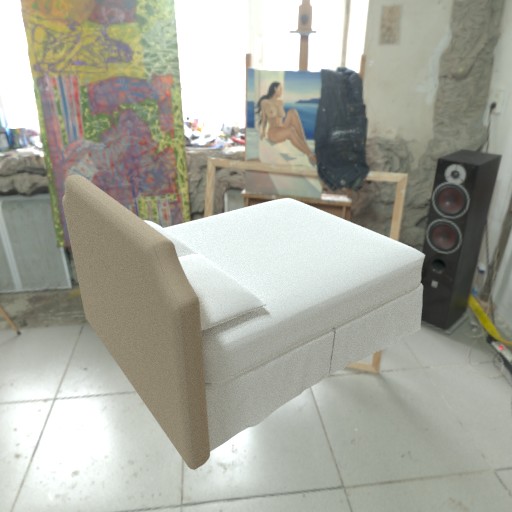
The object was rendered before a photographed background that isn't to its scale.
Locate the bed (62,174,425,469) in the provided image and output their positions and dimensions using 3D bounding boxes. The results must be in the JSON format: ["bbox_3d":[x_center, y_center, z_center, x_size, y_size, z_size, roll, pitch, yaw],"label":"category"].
[{"bbox_3d":[0.000,0.000,3.345,2.204,1.301,1.828,-18,32,-32],"label":"bed"}]
